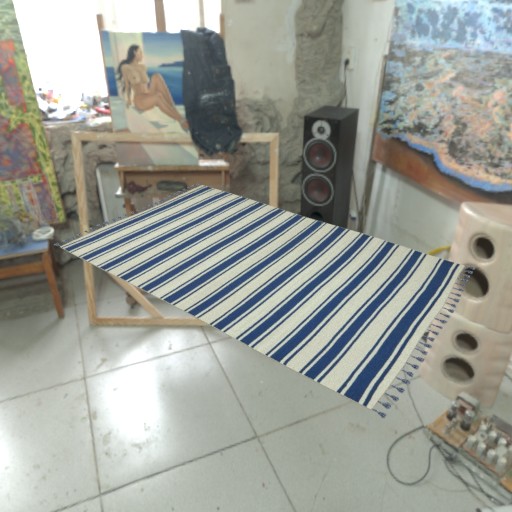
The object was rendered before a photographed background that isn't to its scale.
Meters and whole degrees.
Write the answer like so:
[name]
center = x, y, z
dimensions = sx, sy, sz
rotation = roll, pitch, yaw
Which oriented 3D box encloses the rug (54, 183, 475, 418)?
[rug]
center = 0.000, 0.000, 2.529
dimensions = 2.108, 0.009, 1.248
rotation = 21, 37, 31
